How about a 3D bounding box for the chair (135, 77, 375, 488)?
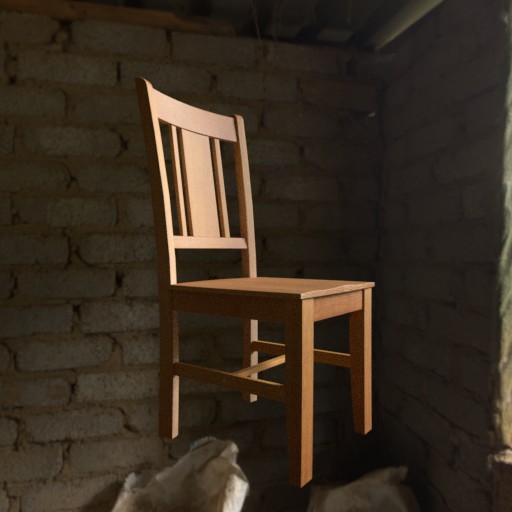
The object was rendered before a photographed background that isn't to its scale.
[{"bbox_3d":[0.000,0.000,1.271,0.556,0.998,0.450,1,1,37],"label":"chair"}]
